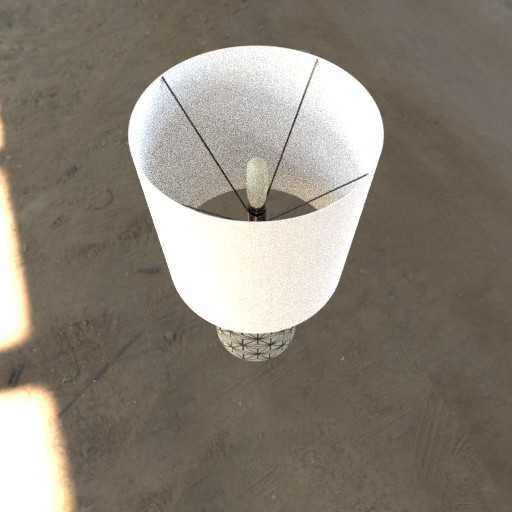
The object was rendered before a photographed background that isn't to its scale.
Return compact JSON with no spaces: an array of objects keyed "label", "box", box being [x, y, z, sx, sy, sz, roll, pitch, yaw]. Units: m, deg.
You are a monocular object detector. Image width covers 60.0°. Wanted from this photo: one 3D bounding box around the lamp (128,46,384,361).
[{"label":"lamp","box":[0.000,0.000,0.538,0.206,0.416,0.206,30,63,17]}]
